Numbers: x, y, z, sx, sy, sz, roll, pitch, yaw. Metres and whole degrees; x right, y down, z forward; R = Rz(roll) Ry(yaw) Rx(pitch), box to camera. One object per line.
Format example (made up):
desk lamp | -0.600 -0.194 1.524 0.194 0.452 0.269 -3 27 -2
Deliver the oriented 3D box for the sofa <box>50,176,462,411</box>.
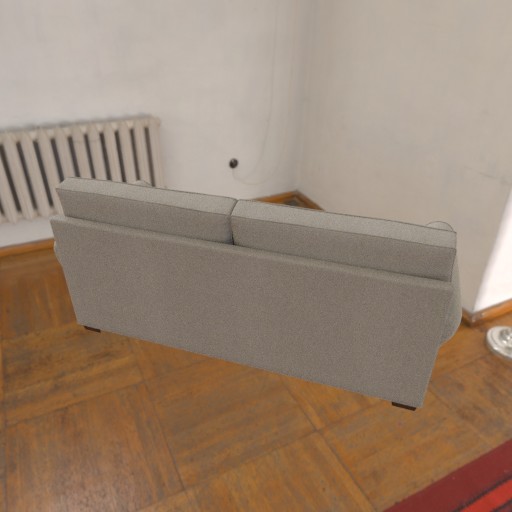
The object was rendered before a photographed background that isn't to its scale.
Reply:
sofa | 0.000 0.000 2.561 2.146 0.962 0.901 10 33 16
